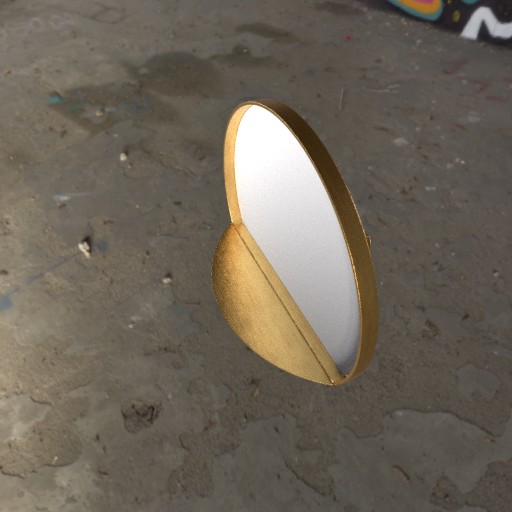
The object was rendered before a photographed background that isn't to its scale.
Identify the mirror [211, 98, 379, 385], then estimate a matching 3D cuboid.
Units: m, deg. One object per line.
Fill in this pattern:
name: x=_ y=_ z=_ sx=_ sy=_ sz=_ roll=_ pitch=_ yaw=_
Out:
mirror: x=0.000 y=0.000 z=0.704 sx=0.133 sy=0.457 sz=0.457 roll=-19 pitch=50 yaw=-17
